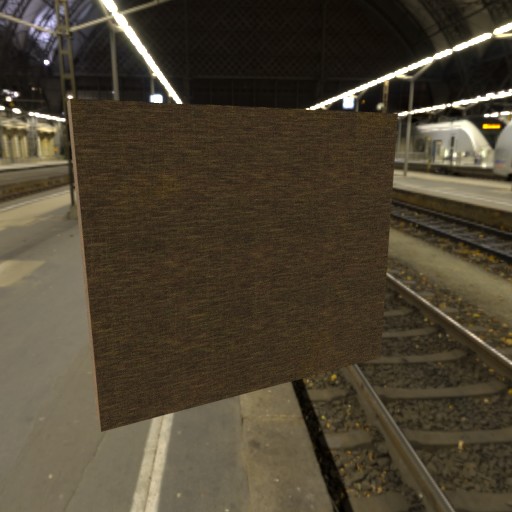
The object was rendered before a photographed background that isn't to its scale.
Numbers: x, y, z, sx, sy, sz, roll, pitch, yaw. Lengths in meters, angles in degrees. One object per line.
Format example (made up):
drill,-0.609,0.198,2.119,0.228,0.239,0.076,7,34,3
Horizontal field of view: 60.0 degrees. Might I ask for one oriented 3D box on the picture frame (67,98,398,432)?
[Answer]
picture frame,0.000,0.000,0.521,0.378,0.330,0.033,-7,15,-26
